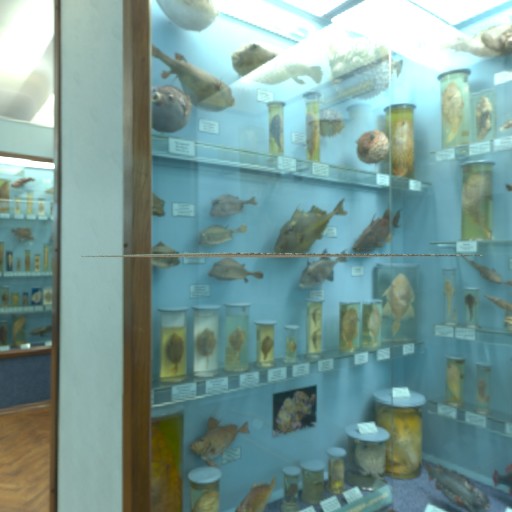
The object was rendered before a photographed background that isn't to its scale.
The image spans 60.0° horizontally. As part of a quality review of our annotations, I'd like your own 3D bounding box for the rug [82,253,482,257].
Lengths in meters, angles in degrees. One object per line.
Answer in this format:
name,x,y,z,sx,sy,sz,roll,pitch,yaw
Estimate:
rug,0.000,0.000,4.180,2.444,0.013,3.043,0,0,-35
